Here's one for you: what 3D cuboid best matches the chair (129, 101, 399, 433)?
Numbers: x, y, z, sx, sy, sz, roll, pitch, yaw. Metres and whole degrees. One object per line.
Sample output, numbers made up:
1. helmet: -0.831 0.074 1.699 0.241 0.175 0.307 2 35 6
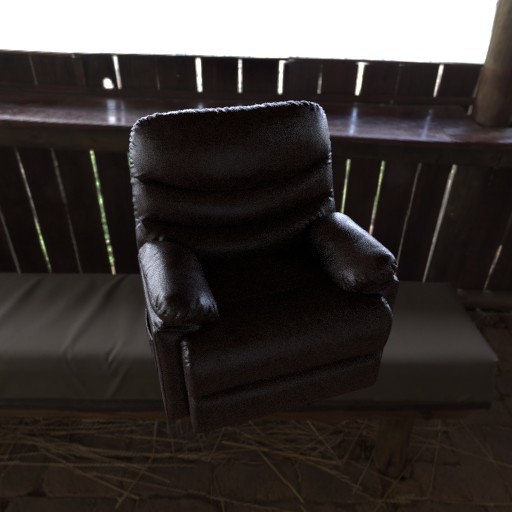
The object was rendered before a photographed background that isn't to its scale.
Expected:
1. chair: 0.000 0.000 1.786 0.940 1.041 0.879 -10 34 -15
